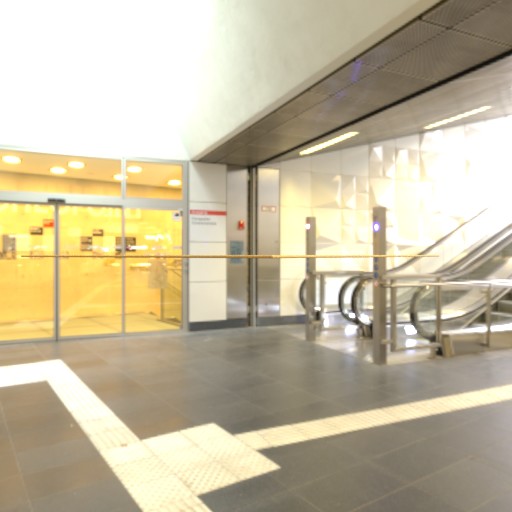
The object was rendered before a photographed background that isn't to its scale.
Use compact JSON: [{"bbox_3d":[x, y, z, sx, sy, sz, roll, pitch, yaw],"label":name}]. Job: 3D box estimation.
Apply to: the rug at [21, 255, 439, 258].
[{"bbox_3d":[0.000,0.000,4.049,2.446,0.015,3.046,0,0,36],"label":"rug"}]
